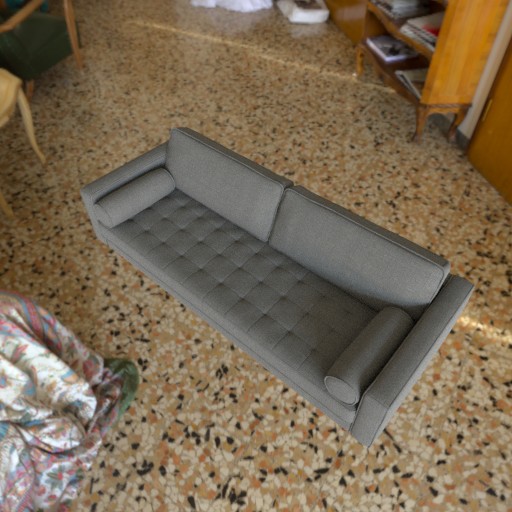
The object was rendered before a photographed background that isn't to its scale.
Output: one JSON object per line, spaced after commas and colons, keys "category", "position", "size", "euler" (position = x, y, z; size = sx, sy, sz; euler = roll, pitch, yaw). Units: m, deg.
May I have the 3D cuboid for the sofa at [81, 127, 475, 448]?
{"category": "sofa", "position": [0.000, 0.000, 2.644], "size": [2.198, 0.762, 0.914], "euler": [32, 55, 27]}
